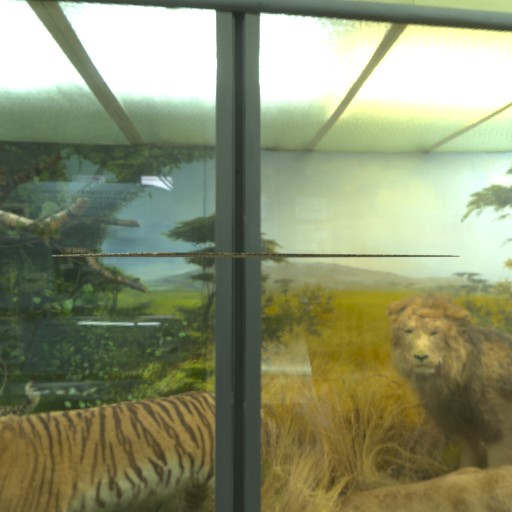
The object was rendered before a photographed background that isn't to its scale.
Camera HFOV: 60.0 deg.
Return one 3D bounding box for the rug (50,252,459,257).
[{"bbox_3d":[0.000,0.000,4.408,3.291,0.017,2.431,0,-1,-37],"label":"rug"}]
